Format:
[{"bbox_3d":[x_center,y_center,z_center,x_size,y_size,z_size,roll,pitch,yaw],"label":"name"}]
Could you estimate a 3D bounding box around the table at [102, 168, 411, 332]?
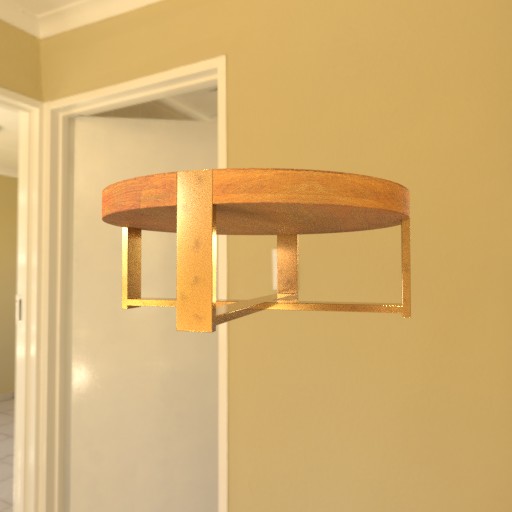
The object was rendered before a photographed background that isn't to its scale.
[{"bbox_3d":[0.000,0.000,1.677,1.100,0.420,1.100,0,-2,0],"label":"table"}]
